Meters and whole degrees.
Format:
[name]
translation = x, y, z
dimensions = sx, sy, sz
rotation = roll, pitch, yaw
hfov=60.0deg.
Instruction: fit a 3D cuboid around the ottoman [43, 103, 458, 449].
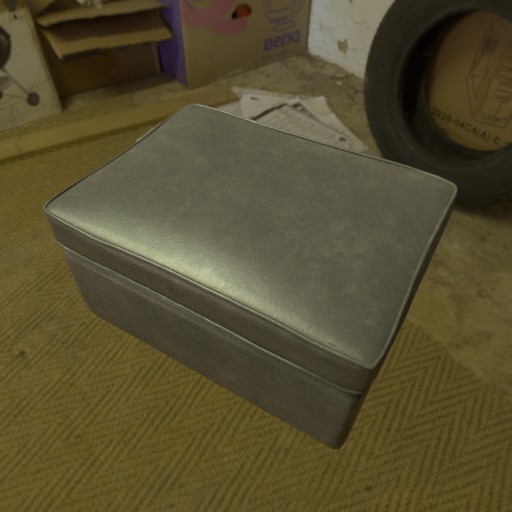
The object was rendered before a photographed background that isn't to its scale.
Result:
[ottoman]
translation = 0.000, 0.000, 1.095
dimensions = 0.756, 0.445, 0.554
rotation = 23, 51, 21
